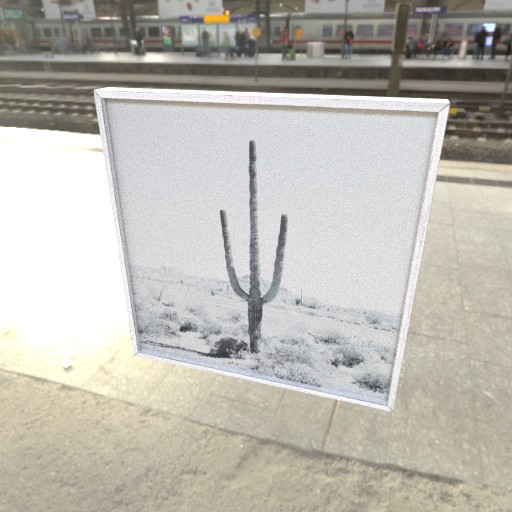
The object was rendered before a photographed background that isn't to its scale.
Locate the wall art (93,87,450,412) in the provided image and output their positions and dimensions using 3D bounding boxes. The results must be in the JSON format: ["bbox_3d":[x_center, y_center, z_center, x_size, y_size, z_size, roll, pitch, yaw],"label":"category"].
[{"bbox_3d":[0.000,0.000,0.737,0.508,0.508,0.038,8,27,15],"label":"wall art"}]
